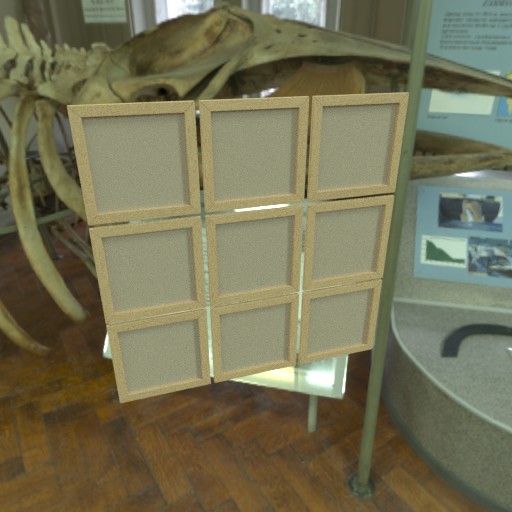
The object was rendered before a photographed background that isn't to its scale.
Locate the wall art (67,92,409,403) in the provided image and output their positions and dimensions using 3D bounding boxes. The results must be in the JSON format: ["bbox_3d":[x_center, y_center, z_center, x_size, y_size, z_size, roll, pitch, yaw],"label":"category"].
[{"bbox_3d":[0.000,0.000,1.791,1.217,1.207,0.016,-8,27,-16],"label":"wall art"}]
